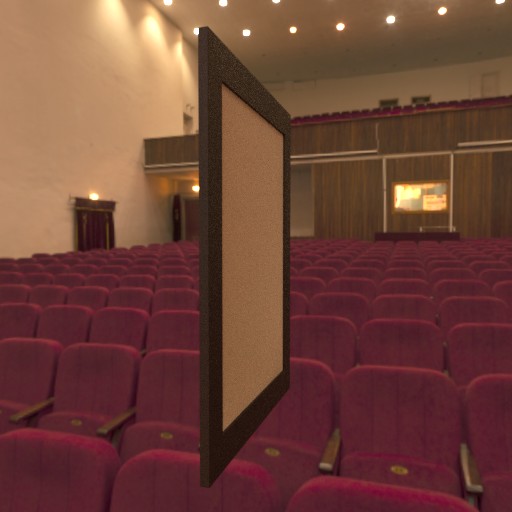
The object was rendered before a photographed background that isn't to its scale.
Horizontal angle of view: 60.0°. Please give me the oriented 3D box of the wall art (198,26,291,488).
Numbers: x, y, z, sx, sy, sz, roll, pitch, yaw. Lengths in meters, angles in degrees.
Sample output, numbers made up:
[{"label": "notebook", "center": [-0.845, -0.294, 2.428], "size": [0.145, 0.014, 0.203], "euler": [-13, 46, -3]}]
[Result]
[{"label": "wall art", "center": [0.000, 0.000, 0.658], "size": [0.013, 0.508, 0.359], "euler": [1, 2, 19]}]
